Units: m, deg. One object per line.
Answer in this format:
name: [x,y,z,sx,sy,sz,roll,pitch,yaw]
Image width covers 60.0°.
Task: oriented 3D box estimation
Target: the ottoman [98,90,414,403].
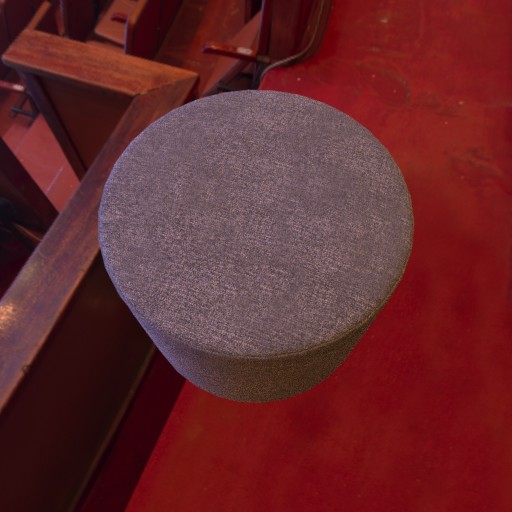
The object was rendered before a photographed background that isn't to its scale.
ottoman: [0.000,0.000,0.868,0.500,0.419,0.500,0,63,0]
